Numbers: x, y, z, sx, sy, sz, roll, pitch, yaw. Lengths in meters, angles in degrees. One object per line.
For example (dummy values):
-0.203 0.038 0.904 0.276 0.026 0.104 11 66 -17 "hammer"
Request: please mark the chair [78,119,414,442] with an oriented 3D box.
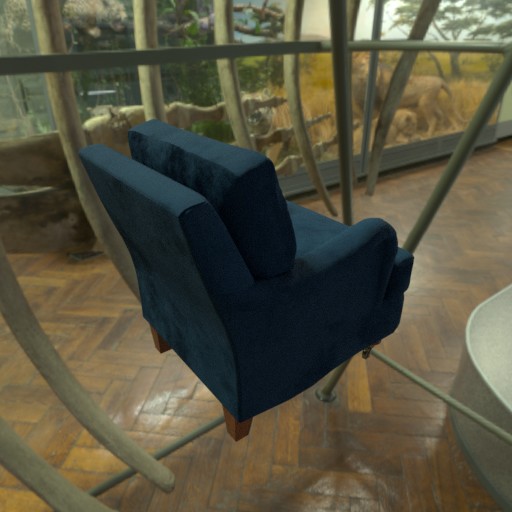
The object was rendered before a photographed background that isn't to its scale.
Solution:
0.000 0.000 1.866 1.078 1.076 0.895 -18 32 -32 "chair"
